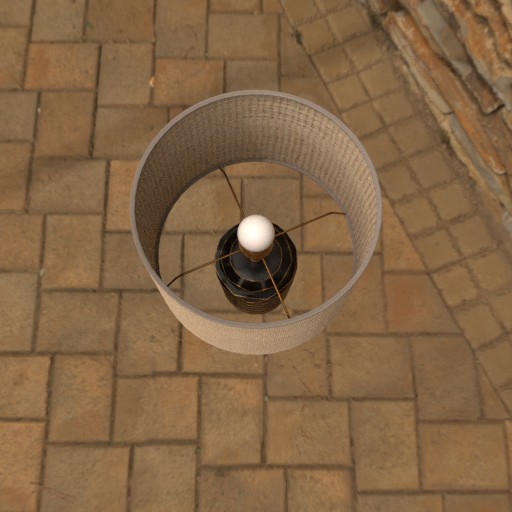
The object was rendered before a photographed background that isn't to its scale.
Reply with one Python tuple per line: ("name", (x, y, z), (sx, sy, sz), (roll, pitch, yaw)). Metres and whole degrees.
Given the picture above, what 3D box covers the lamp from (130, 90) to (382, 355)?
("lamp", (0.000, 0.000, 0.858), (0.376, 0.594, 0.376), (0, 76, 0))
